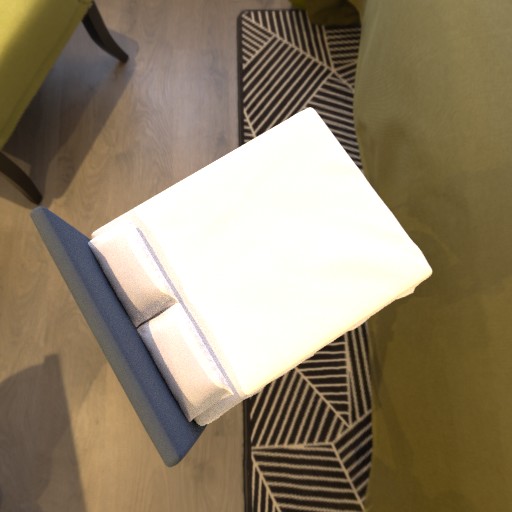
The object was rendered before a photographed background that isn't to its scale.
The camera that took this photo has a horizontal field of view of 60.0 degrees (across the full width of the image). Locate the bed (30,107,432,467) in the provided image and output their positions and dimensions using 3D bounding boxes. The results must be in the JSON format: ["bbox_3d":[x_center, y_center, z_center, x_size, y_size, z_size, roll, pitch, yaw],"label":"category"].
[{"bbox_3d":[0.000,0.000,3.178,2.162,1.330,1.713,-32,79,-7],"label":"bed"}]
